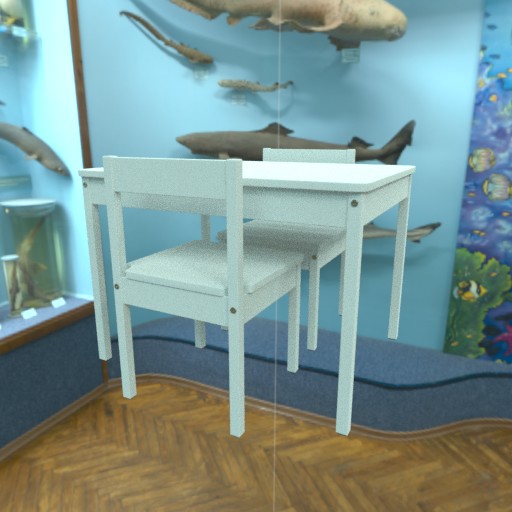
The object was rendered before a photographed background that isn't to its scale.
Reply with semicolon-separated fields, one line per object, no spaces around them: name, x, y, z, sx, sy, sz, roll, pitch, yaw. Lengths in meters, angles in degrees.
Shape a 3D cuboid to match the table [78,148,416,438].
table;0.000;0.000;1.100;0.650;0.503;0.672;8;17;27
